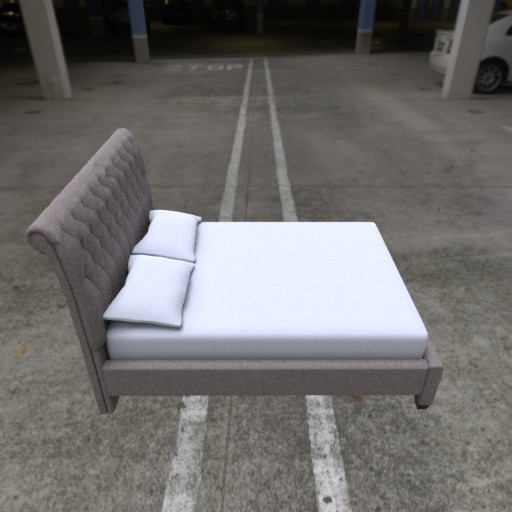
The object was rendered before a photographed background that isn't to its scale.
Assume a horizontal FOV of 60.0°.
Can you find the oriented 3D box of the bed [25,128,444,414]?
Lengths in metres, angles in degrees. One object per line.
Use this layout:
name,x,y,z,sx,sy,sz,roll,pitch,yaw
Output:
bed,0.000,0.000,3.180,2.252,1.371,1.645,0,32,0
